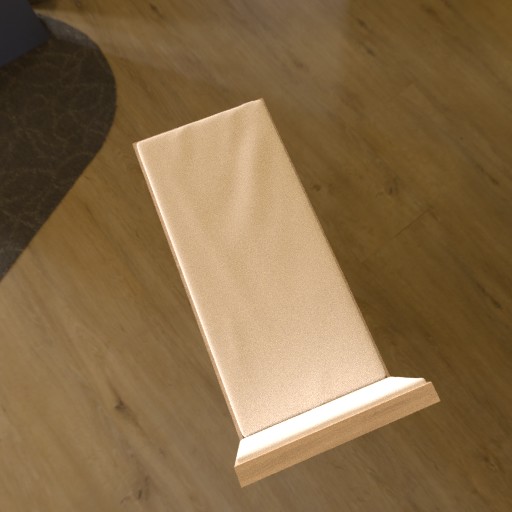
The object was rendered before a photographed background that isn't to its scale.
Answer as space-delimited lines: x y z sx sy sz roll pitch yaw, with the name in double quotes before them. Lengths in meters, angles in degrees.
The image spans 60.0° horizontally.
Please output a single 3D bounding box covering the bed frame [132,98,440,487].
"bed frame" 0.000 0.000 2.702 0.990 0.920 2.140 -21 77 -5
